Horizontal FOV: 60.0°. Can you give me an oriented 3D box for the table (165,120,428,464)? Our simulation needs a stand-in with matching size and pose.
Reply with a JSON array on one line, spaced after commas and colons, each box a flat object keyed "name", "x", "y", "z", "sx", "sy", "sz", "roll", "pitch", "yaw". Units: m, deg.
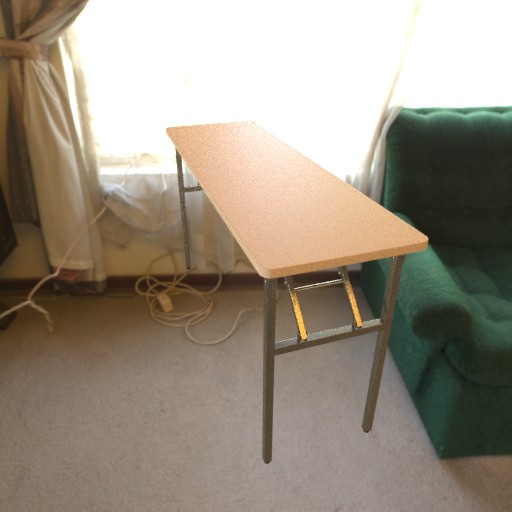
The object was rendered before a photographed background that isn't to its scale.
[{"name": "table", "x": 0.000, "y": 0.000, "z": 1.786, "sx": 0.446, "sy": 0.750, "sz": 1.397, "roll": -10, "pitch": 31, "yaw": -16}]
